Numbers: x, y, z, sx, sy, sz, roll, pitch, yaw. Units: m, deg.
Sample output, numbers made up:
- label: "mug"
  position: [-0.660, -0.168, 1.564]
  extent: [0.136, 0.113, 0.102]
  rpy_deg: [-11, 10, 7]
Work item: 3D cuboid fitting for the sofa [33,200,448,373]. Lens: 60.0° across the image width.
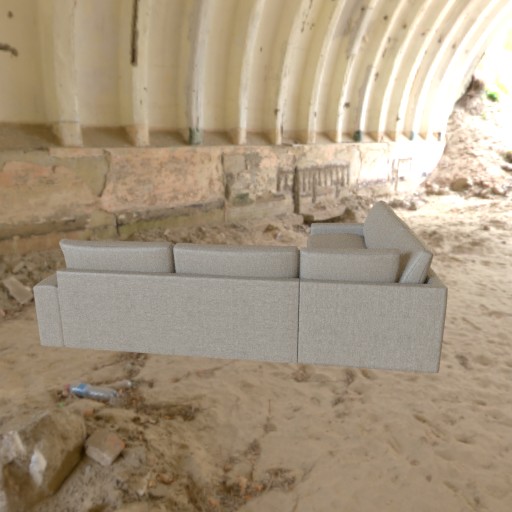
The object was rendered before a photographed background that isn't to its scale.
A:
- label: "sofa"
  position: [0.000, 0.000, 4.144]
  extent: [2.742, 0.800, 2.622]
  rpy_deg: [2, 15, 8]
